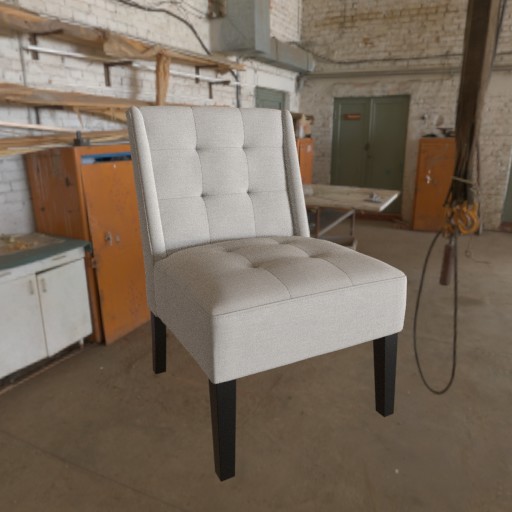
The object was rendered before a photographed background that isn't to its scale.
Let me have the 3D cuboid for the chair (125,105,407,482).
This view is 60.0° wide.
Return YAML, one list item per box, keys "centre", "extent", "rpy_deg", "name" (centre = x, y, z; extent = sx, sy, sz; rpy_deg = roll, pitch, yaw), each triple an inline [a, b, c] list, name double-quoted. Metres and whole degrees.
- centre: [0.000, 0.000, 1.299]
  extent: [0.569, 0.853, 0.676]
  rpy_deg: [-8, 18, -27]
  name: "chair"
